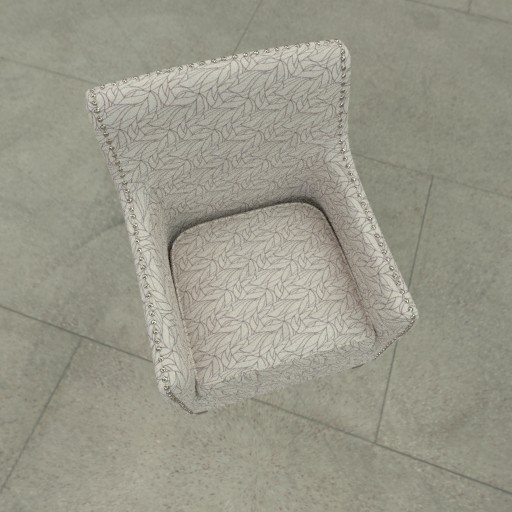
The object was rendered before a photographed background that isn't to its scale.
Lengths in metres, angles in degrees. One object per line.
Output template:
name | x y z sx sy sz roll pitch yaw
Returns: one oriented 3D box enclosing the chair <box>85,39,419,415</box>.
chair | 0.000 0.000 1.229 0.623 0.816 0.651 -14 65 -7
